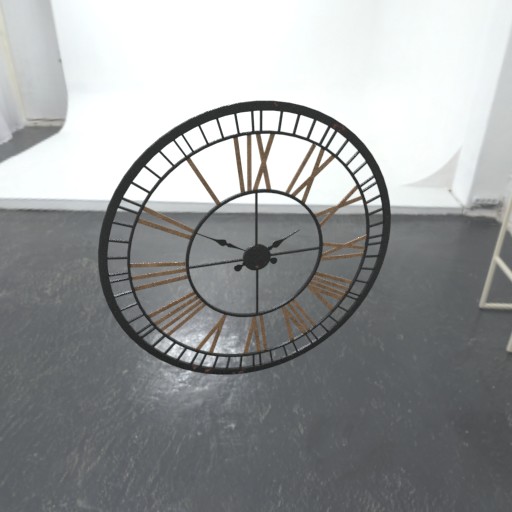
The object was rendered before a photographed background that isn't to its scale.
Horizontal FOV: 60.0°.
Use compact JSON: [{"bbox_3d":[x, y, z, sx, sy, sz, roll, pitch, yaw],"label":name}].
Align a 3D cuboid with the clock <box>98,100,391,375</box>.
[{"bbox_3d":[0.000,0.000,1.256,0.843,0.843,0.025,-8,30,-15],"label":"clock"}]
